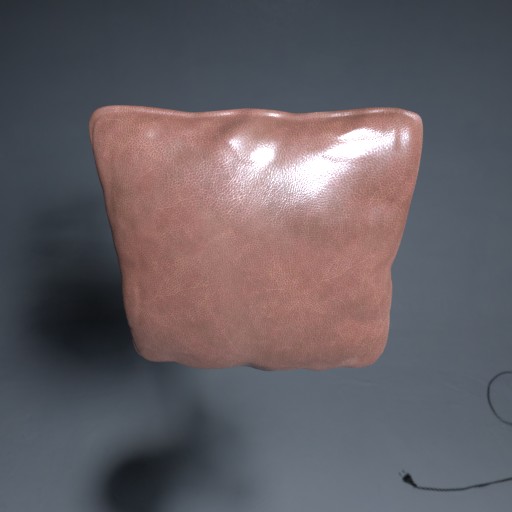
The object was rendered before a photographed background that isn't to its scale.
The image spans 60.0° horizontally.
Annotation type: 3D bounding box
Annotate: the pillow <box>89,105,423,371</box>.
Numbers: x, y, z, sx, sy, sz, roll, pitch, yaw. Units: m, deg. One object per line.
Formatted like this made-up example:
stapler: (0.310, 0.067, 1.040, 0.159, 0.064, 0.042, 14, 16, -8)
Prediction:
pillow: (0.000, 0.000, 0.804, 0.532, 0.523, 0.236, 1, 31, 2)
